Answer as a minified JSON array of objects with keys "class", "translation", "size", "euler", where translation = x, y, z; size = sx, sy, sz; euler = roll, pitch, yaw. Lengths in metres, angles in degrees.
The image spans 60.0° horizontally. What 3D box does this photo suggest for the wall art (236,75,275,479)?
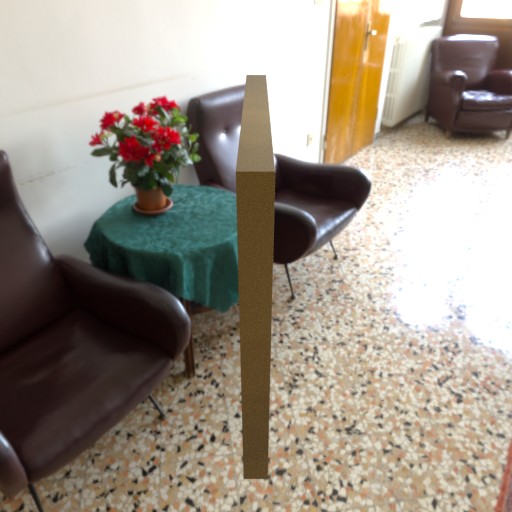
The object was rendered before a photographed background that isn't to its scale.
[{"class":"wall art","translation":[0.000,0.000,0.776],"size":[0.038,0.508,0.507],"euler":[0,32,0]}]
